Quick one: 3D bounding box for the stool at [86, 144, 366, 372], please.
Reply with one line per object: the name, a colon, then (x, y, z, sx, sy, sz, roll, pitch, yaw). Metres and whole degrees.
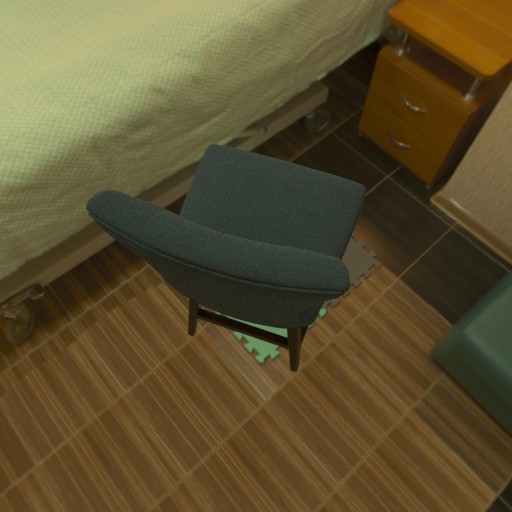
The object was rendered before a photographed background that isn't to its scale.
stool: (0.000, 0.000, 1.323, 0.514, 1.000, 0.574, 17, 64, 9)
